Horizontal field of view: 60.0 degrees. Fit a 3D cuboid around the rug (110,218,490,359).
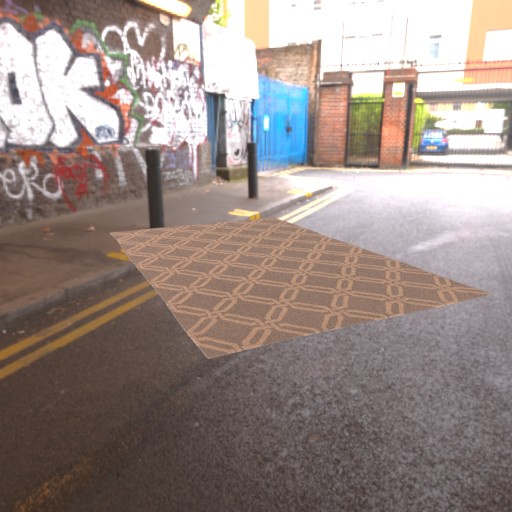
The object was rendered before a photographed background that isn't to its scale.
[{"bbox_3d":[0.000,0.000,2.198,1.148,0.010,1.754,-7,17,-25],"label":"rug"}]
